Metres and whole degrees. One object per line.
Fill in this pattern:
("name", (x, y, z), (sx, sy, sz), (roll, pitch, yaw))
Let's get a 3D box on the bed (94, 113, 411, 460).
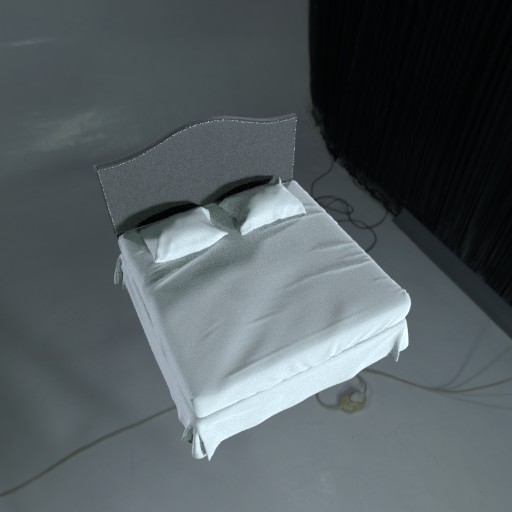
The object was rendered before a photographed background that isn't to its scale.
("bed", (0.000, 0.000, 3.880), (2.314, 1.651, 2.219), (-21, 49, -19))
